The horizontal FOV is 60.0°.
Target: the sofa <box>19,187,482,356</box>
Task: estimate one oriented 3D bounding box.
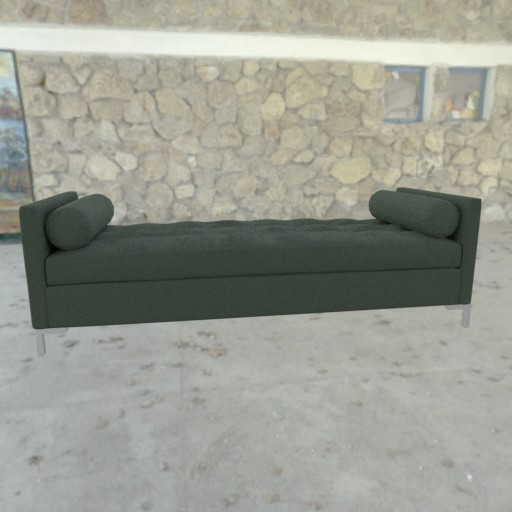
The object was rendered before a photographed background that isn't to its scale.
[{"bbox_3d":[0.000,0.000,2.384,2.102,0.657,0.797,-2,13,-9],"label":"sofa"}]
